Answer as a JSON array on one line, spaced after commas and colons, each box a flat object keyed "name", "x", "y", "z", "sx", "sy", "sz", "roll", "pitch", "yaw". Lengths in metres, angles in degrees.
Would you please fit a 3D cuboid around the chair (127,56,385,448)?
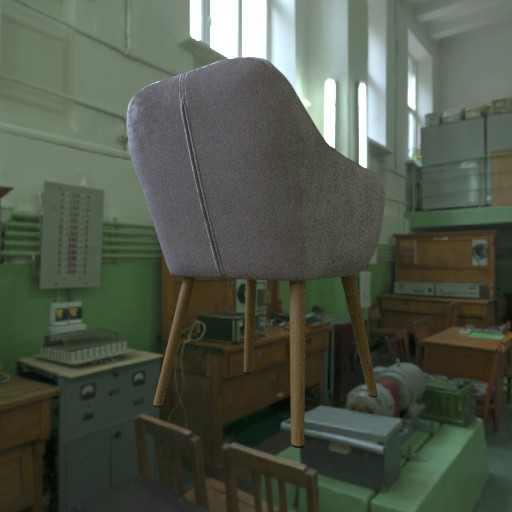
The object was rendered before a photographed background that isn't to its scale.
[{"name": "chair", "x": 0.000, "y": 0.000, "z": 1.228, "sx": 0.610, "sy": 0.832, "sz": 0.570, "roll": 0, "pitch": 0, "yaw": 36}]
